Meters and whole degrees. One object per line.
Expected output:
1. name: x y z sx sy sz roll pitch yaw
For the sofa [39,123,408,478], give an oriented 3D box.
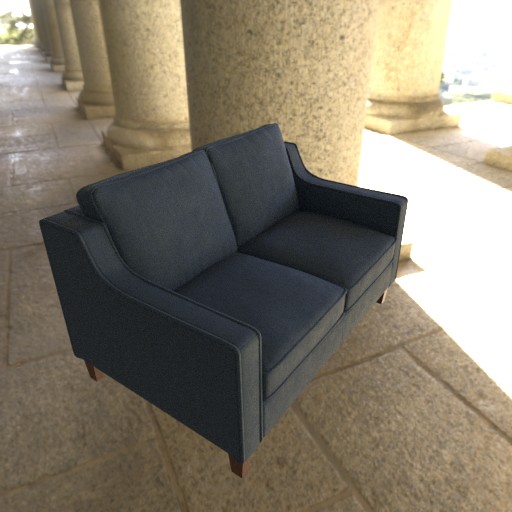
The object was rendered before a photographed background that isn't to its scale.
1. sofa: 0.000 0.000 2.137 0.987 0.971 1.501 19 34 30
